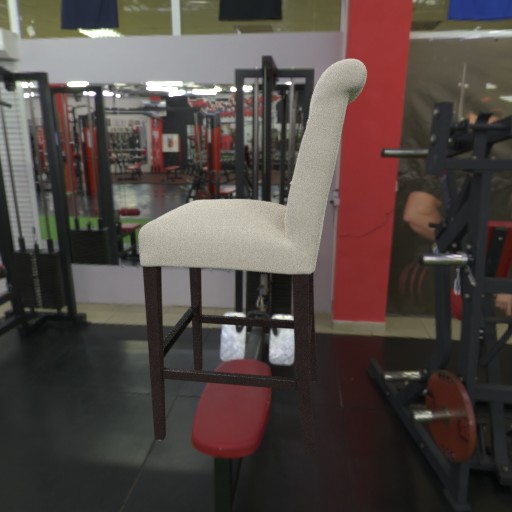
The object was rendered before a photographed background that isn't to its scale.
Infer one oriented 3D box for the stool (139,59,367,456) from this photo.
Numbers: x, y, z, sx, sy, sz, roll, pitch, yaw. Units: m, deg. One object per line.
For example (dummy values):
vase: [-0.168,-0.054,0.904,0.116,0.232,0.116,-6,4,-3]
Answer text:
stool: [0.000,0.000,1.438,0.610,1.118,0.482,2,15,9]
